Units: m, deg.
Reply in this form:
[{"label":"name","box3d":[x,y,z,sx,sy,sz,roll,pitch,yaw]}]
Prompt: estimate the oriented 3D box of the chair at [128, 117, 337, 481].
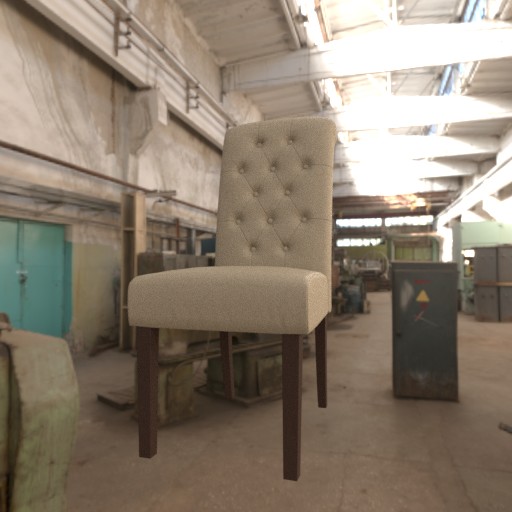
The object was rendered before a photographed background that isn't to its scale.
[{"label":"chair","box3d":[0.000,0.000,1.351,0.456,1.006,0.671,0,-1,18]}]
